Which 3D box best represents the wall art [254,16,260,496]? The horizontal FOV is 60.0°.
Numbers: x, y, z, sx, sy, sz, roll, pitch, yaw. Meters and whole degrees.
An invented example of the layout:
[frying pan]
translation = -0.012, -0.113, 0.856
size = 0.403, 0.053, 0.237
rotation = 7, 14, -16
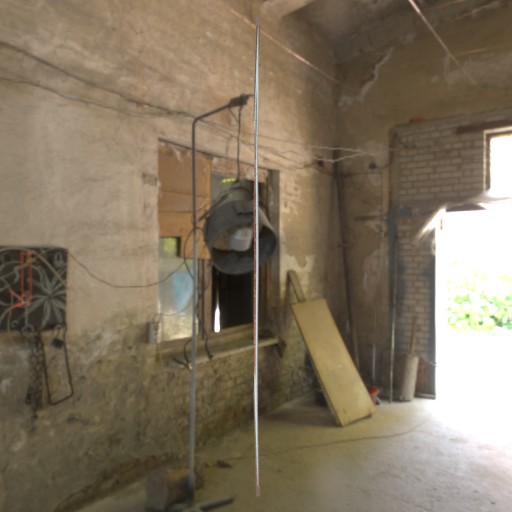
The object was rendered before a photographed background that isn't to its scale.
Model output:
[wall art]
translation = 0.000, 0.000, 1.914
size = 0.019, 1.527, 1.019
rotation = 0, 0, -1
